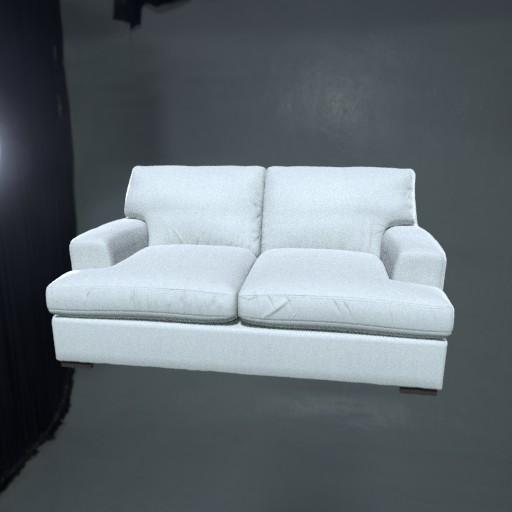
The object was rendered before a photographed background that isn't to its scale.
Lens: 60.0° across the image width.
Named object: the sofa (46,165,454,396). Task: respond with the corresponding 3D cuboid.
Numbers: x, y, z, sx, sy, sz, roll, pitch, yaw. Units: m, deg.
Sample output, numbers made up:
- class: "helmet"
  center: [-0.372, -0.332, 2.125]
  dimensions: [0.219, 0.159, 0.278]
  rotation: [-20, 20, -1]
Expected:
- class: "sofa"
  center: [0.000, 0.000, 2.440]
  dimensions: [1.880, 0.940, 1.143]
  rotation: [2, 14, 8]
